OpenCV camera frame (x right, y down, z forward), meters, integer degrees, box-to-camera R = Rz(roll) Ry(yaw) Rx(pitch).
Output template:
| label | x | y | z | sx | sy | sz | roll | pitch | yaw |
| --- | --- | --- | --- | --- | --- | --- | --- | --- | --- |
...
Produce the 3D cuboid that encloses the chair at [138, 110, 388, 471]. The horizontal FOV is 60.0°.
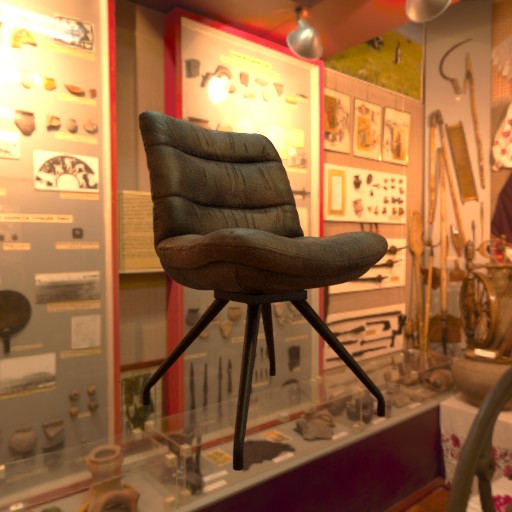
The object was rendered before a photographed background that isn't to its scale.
| label | x | y | z | sx | sy | sz | roll | pitch | yaw |
| --- | --- | --- | --- | --- | --- | --- | --- | --- | --- |
| chair | 0.000 | 0.000 | 1.261 | 0.549 | 0.870 | 0.622 | -1 | 2 | -37 |
